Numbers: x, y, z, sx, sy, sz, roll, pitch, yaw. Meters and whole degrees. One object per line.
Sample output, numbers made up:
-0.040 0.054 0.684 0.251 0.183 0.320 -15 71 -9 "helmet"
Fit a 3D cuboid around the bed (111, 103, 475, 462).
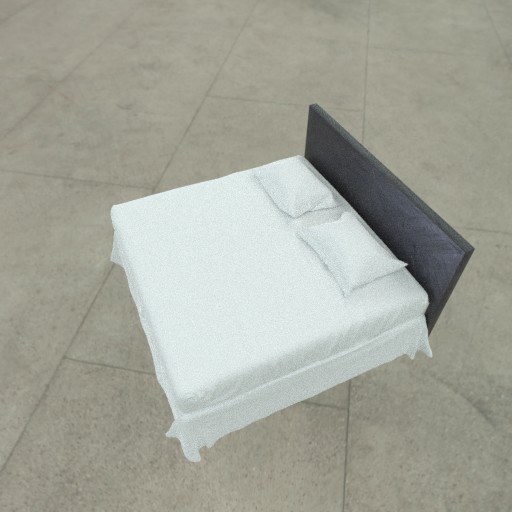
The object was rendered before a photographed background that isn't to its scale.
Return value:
0.000 0.000 3.540 2.165 1.158 2.255 -19 50 -16 "bed"
